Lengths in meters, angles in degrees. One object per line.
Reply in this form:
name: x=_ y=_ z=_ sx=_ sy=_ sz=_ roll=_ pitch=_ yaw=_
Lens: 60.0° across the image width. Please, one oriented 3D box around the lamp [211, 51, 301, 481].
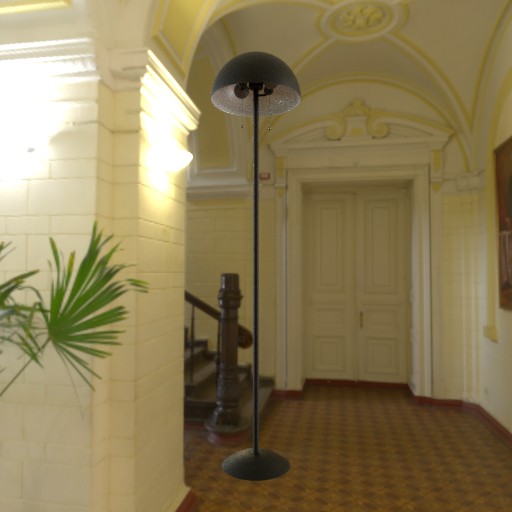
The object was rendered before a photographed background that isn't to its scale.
lamp: x=0.000 y=0.000 z=1.597 sx=0.328 sy=1.480 sz=0.328 roll=2 pitch=-3 yaw=-35
